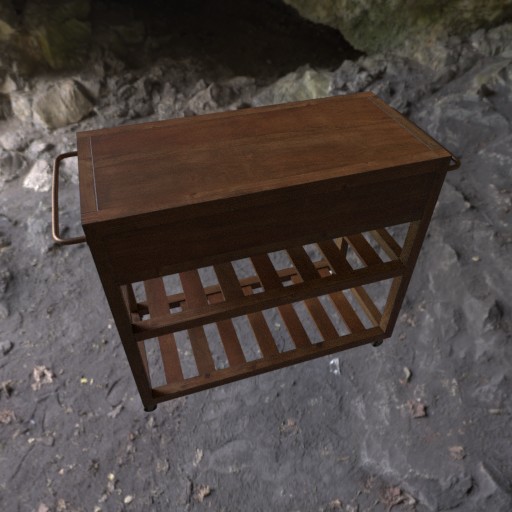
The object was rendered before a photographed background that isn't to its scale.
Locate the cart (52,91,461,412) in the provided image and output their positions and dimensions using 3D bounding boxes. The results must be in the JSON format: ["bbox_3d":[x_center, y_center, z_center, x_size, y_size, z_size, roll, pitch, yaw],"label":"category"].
[{"bbox_3d":[0.000,0.000,1.467,1.065,0.830,0.445,-12,44,-13],"label":"cart"}]
